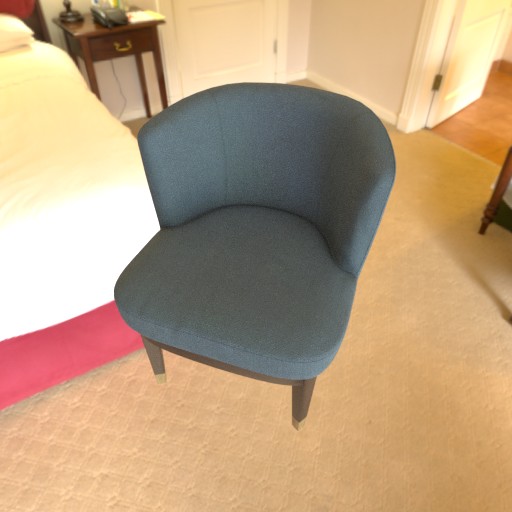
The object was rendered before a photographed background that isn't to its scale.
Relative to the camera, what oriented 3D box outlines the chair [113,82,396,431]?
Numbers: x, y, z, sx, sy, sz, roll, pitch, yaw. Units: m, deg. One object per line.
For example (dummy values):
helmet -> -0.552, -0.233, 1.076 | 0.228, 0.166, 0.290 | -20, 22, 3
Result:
chair -> 0.000, 0.000, 1.290 | 0.661, 0.760, 0.702 | 13, 43, 15
